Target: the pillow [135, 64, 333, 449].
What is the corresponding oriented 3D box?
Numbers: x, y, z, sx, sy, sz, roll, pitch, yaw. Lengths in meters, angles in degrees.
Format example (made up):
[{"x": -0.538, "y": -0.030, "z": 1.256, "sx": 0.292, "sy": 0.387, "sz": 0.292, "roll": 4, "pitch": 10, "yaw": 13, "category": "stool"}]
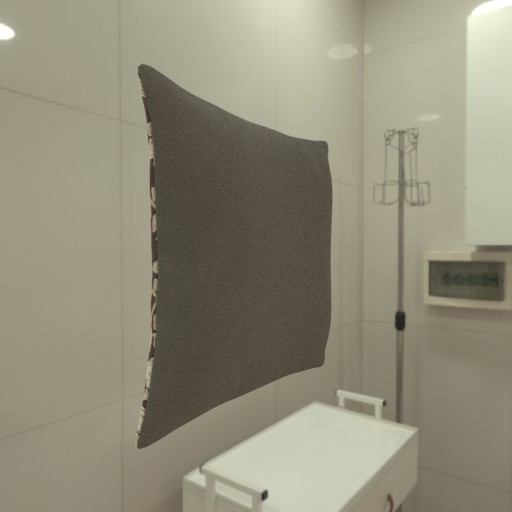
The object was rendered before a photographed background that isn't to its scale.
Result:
[{"x": 0.000, "y": 0.000, "z": 0.792, "sx": 0.166, "sy": 0.507, "sz": 0.526, "roll": 1, "pitch": 1, "yaw": 36, "category": "pillow"}]
